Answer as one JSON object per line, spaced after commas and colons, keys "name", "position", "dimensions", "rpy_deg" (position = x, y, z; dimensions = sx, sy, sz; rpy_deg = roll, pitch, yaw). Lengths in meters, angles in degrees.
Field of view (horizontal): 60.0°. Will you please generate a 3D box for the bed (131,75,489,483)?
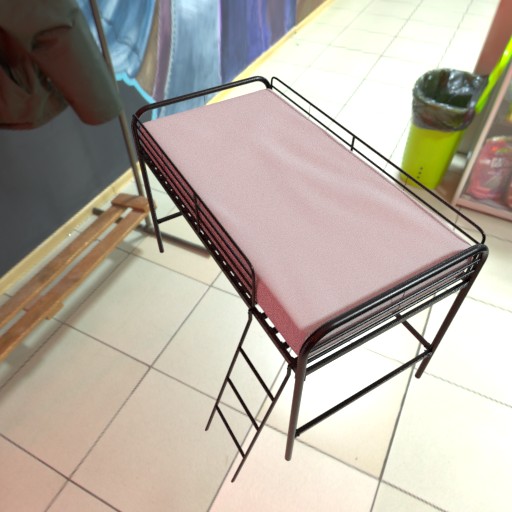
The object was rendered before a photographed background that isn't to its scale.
{"name": "bed", "position": [0.000, 0.000, 2.799], "dimensions": [1.393, 1.289, 1.968], "rpy_deg": [-23, 51, -20]}
